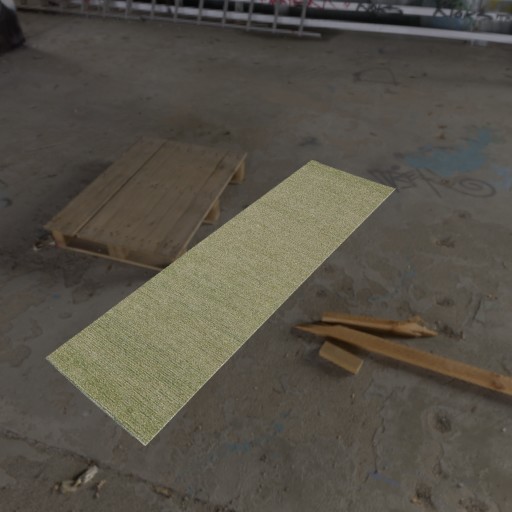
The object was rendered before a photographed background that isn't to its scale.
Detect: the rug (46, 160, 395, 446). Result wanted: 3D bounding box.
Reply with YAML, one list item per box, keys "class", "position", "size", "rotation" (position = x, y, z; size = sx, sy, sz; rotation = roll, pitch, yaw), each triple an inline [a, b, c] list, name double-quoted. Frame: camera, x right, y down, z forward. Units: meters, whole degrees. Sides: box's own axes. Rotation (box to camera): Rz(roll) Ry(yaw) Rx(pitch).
- class: "rug"
  position: [0.000, 0.000, 2.598]
  size: [0.686, 0.013, 2.340]
  rotation: [27, 48, 27]
